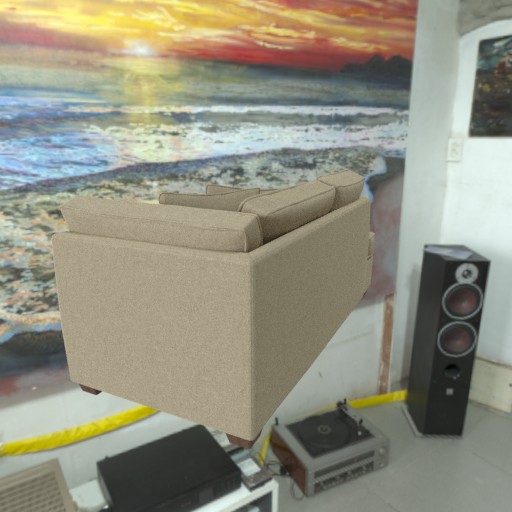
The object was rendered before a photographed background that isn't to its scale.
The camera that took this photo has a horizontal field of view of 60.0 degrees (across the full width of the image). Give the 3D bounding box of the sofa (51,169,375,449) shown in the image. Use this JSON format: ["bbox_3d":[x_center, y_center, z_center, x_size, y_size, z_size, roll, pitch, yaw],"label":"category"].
[{"bbox_3d":[0.000,0.000,2.865,1.110,1.033,2.237,7,16,25],"label":"sofa"}]
